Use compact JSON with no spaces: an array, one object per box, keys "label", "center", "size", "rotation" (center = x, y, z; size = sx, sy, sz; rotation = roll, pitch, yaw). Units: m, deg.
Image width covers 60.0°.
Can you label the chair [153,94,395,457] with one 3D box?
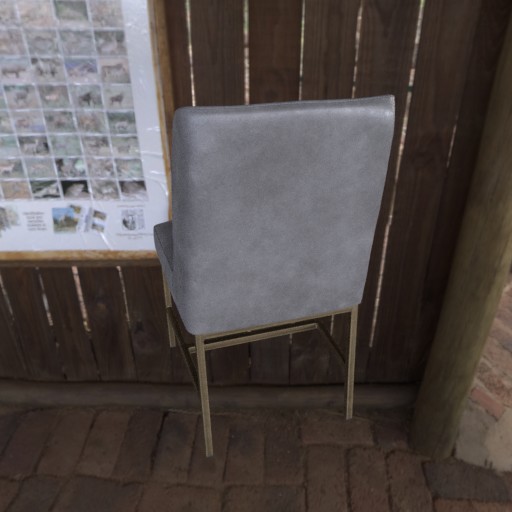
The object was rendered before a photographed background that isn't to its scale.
[{"label":"chair","center":[0.000,0.000,1.230],"size":[0.508,0.889,0.587],"rotation":[-8,28,-16]}]
